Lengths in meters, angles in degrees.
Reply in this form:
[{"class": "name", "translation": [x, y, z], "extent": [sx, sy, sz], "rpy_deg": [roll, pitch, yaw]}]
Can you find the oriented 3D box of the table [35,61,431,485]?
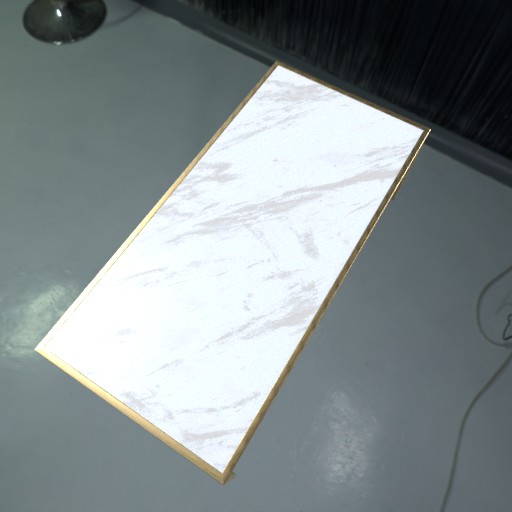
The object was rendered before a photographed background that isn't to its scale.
[{"class": "table", "translation": [0.000, 0.000, 1.452], "extent": [0.577, 0.405, 1.197], "rpy_deg": [29, 68, 13]}]
